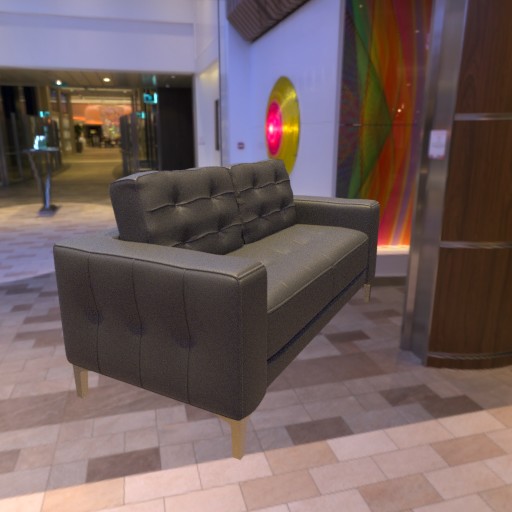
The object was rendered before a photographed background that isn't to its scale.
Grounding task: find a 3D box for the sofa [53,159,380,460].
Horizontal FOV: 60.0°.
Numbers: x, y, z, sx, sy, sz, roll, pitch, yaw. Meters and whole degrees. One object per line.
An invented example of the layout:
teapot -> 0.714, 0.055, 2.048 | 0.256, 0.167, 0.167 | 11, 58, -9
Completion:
sofa -> 0.000, 0.000, 2.211 | 0.833, 0.893, 1.726 | 8, 17, 27
